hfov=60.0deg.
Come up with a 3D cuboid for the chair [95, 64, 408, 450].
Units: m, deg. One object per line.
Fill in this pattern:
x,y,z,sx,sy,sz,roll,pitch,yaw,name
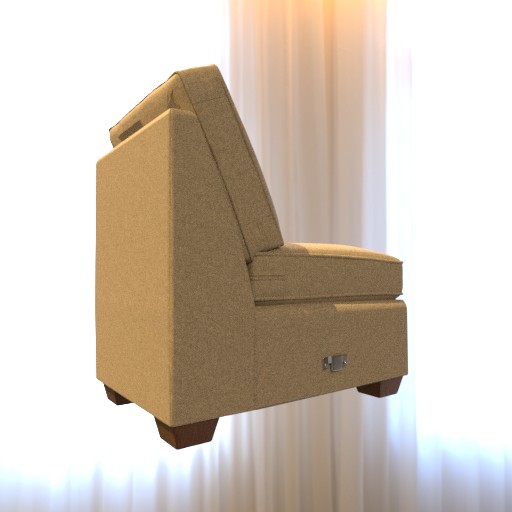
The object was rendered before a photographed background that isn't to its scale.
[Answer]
0.000,0.000,1.683,1.020,1.058,0.674,2,-3,-36,chair
